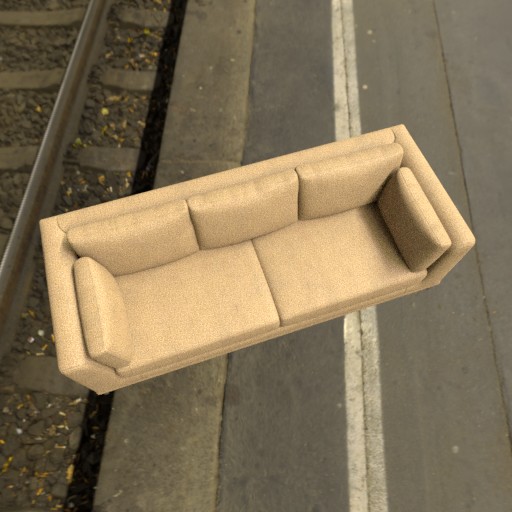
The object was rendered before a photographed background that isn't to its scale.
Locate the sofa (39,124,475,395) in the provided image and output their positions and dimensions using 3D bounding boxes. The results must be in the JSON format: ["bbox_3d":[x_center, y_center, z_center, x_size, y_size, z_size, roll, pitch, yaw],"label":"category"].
[{"bbox_3d":[0.000,0.000,2.886,2.415,0.867,0.969,-17,65,-8],"label":"sofa"}]
